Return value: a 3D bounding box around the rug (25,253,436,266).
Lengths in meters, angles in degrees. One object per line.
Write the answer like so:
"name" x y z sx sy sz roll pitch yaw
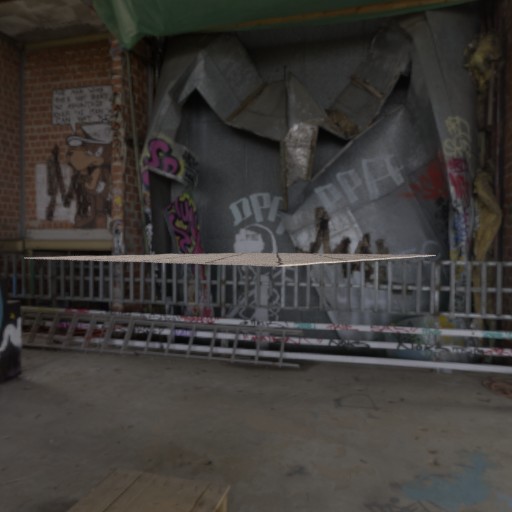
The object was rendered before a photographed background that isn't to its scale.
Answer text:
"rug" 0.000 0.000 4.107 2.468 0.022 3.061 1 2 36
